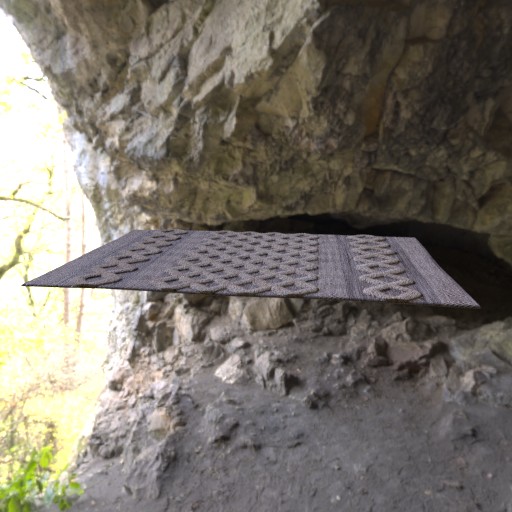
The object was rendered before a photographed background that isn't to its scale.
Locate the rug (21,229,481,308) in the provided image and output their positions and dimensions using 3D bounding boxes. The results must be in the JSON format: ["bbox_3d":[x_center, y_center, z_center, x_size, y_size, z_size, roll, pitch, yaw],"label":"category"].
[{"bbox_3d":[0.000,0.000,2.939,2.333,0.033,1.513,2,15,8],"label":"rug"}]
